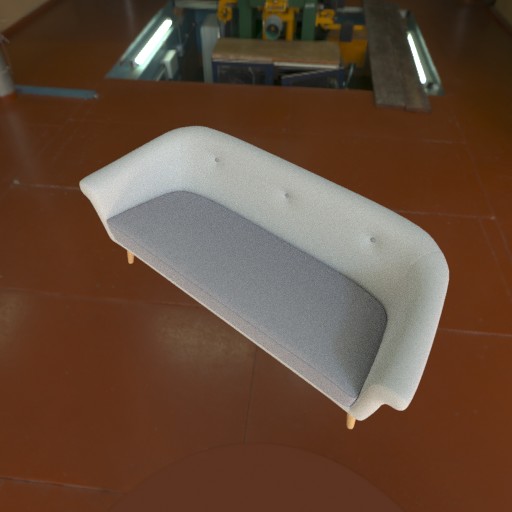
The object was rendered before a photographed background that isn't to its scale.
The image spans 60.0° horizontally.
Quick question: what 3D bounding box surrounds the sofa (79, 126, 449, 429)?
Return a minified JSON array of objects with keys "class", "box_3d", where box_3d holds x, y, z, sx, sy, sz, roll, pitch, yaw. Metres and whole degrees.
[{"class":"sofa","box_3d":[0.000,0.000,2.510,2.160,0.795,0.827,32,53,27]}]
